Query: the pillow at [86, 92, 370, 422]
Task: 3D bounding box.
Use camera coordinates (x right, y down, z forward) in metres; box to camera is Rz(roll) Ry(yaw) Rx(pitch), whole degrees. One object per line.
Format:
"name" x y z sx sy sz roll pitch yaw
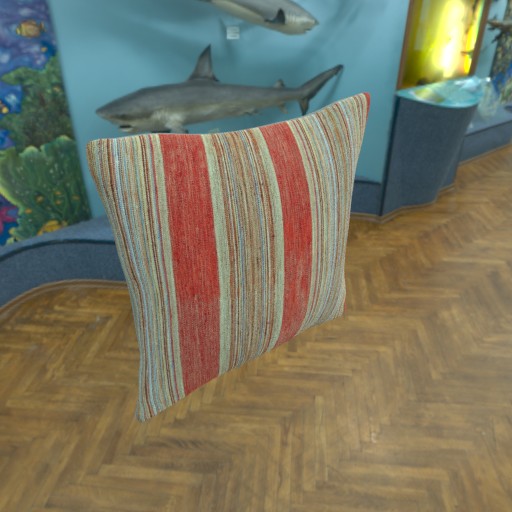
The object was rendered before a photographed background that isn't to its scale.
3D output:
"pillow" 0.000 0.000 0.657 0.437 0.419 0.136 -21 36 -32
